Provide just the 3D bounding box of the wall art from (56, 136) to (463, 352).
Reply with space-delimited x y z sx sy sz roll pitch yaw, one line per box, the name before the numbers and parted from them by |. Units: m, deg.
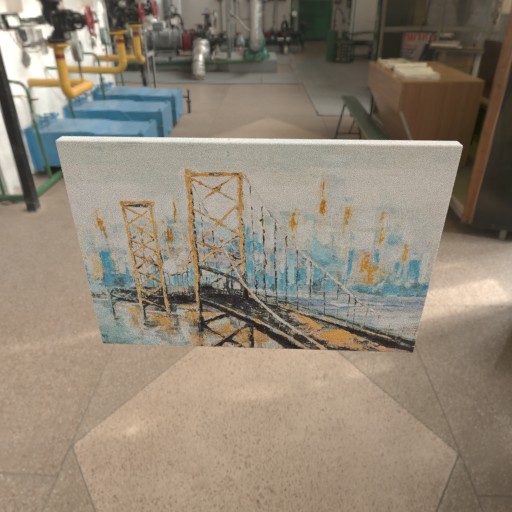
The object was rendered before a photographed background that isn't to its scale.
wall art | 0.000 0.000 1.161 0.913 0.609 0.038 1 31 2
